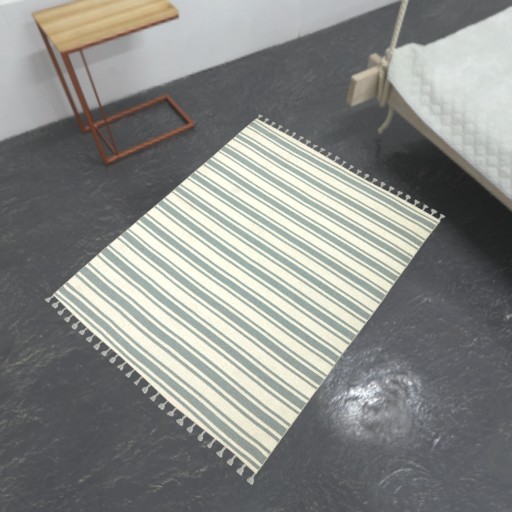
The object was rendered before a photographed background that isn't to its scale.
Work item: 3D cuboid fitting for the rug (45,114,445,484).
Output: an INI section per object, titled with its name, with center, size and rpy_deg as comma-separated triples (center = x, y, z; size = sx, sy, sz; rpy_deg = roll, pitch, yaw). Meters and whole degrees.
[rug]
center = 0.000, 0.000, 4.308
size = 2.439, 0.005, 3.201
rpy_deg = 34, 65, 19
